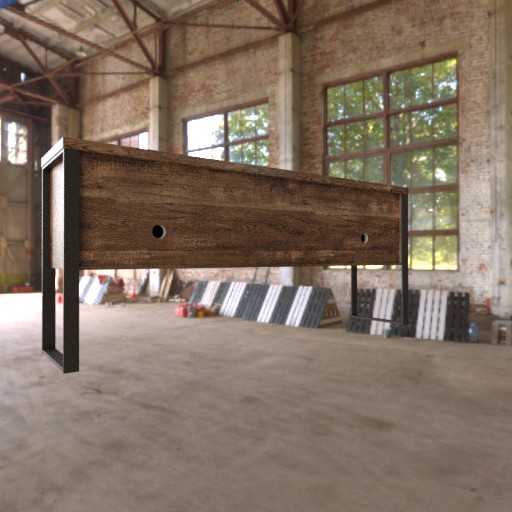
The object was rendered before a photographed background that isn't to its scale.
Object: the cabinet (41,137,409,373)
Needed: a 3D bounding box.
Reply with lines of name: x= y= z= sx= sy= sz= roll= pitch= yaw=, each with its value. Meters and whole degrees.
cabinet: x=0.000 y=0.000 z=2.105 sx=1.800 sy=0.762 sz=0.395 roll=0 pitch=0 yaw=-35
